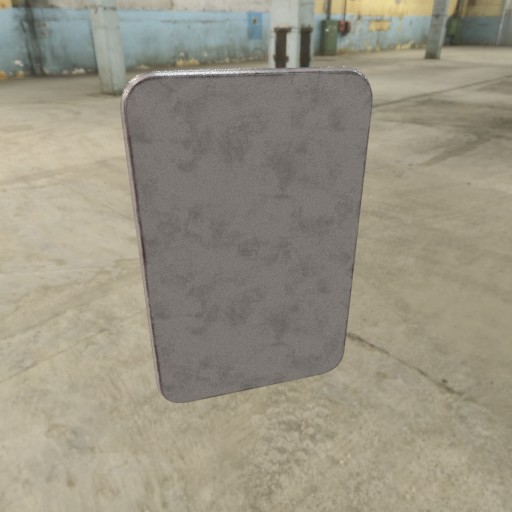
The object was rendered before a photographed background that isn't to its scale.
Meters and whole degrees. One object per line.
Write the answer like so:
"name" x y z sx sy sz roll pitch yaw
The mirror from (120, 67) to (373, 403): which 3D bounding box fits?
"mirror" 0.000 0.000 0.914 0.461 0.713 0.024 -8 28 -15
